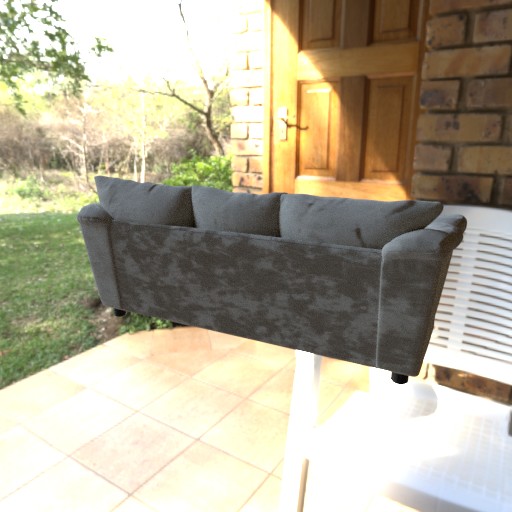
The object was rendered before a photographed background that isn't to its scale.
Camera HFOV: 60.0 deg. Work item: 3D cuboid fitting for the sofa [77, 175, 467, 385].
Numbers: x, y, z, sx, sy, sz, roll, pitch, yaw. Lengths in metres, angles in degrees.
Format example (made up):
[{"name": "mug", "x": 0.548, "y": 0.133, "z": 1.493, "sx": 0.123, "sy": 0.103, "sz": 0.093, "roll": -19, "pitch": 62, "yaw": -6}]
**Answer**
[{"name": "sofa", "x": 0.000, "y": 0.000, "z": 2.845, "sx": 2.377, "sy": 0.981, "sz": 0.893, "roll": 8, "pitch": 17, "yaw": 26}]
